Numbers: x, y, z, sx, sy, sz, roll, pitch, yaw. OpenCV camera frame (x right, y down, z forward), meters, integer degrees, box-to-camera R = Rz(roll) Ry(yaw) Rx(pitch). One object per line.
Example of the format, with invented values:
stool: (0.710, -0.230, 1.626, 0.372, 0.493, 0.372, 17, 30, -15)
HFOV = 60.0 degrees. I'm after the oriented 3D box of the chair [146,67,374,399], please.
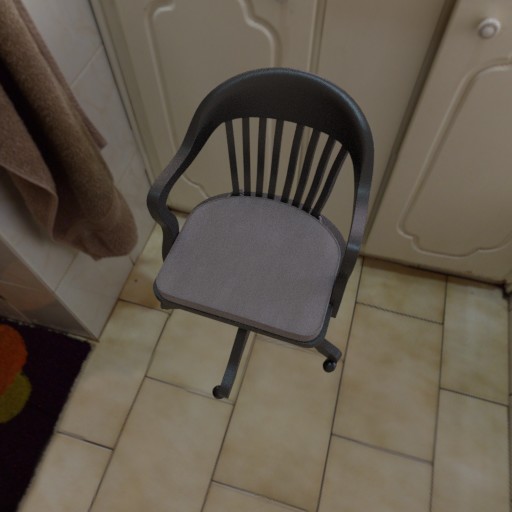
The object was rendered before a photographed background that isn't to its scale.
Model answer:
chair: (0.000, 0.000, 1.476, 0.750, 0.878, 0.788, 16, 60, 9)
